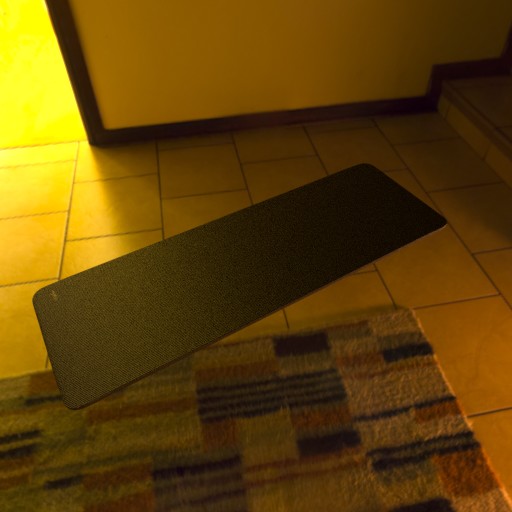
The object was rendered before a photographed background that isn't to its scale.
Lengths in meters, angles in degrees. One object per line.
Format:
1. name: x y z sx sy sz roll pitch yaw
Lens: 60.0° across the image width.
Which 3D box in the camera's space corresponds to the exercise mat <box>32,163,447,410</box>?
1. exercise mat: 0.000 0.000 2.018 1.869 0.021 0.616 -24 51 -21
